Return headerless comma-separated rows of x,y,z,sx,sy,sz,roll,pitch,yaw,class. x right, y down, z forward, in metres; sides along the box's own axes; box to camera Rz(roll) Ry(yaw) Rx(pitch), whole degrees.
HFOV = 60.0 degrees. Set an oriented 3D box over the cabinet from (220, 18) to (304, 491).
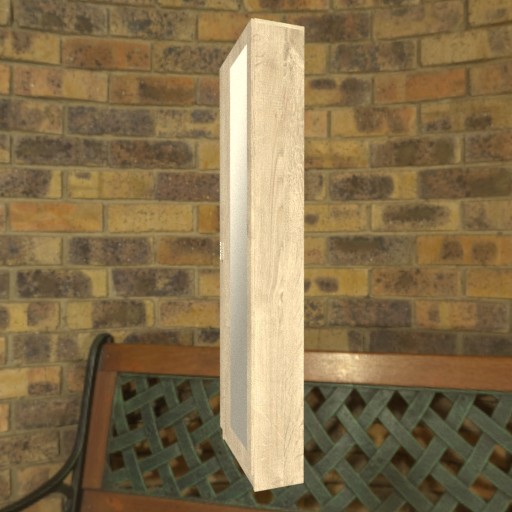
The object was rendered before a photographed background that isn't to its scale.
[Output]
0.000,0.000,1.941,0.230,1.790,0.500,0,1,-18,cabinet
